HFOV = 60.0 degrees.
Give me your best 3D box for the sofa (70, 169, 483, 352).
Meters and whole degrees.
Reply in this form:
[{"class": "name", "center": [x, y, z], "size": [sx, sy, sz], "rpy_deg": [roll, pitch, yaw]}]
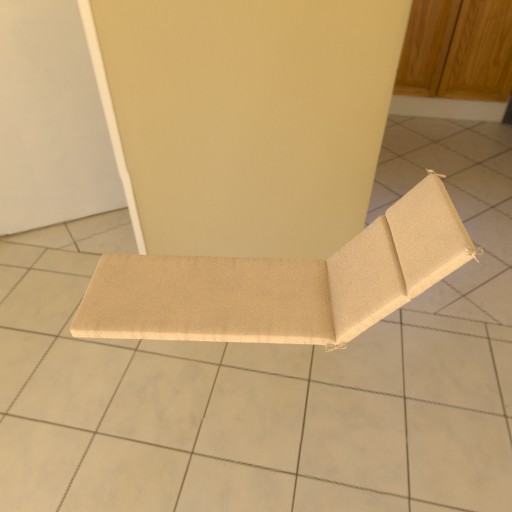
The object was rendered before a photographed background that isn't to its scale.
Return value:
[{"class": "sofa", "center": [0.000, 0.000, 1.982], "size": [1.663, 0.622, 0.582], "rpy_deg": [1, 42, 2]}]
